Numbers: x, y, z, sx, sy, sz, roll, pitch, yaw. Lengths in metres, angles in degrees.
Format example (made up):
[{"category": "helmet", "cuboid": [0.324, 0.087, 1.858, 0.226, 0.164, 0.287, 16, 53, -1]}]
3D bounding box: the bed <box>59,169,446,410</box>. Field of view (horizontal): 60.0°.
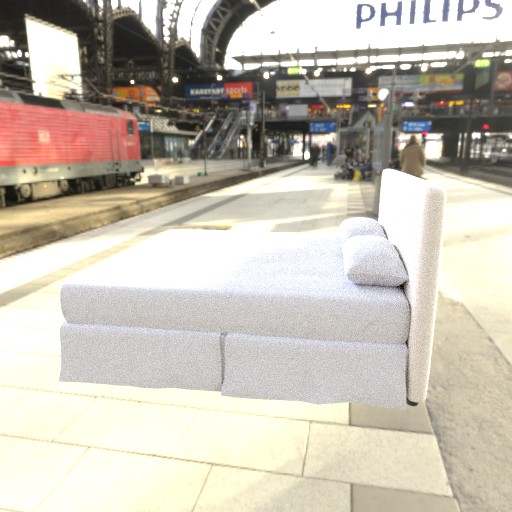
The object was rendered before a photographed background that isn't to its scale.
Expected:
[{"category": "bed", "cuboid": [0.000, 0.000, 3.558, 2.341, 1.317, 2.119, 2, 14, 9]}]
